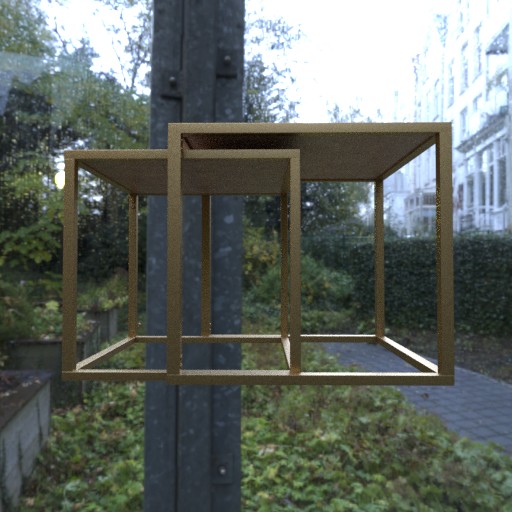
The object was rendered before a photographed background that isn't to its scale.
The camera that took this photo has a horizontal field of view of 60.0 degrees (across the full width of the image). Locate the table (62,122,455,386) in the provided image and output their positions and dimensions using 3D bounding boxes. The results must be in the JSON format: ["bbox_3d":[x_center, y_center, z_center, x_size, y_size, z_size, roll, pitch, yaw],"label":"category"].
[{"bbox_3d":[0.000,0.000,1.101,0.762,0.505,0.505,0,-1,1],"label":"table"}]
